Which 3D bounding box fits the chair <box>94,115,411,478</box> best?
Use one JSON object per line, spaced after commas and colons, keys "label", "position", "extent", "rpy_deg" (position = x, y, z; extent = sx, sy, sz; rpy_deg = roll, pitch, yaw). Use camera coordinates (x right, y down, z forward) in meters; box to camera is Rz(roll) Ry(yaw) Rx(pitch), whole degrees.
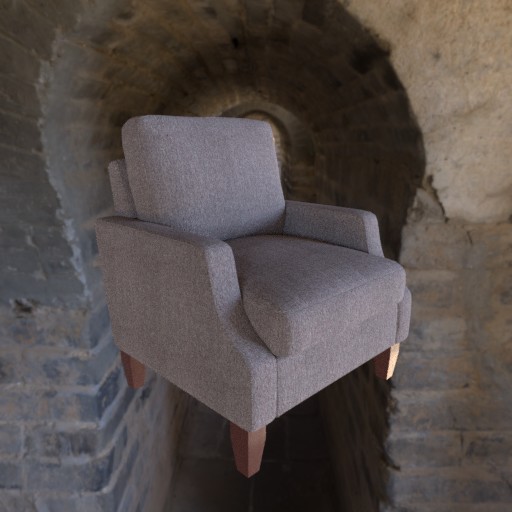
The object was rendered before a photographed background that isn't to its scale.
{"label": "chair", "position": [0.000, 0.000, 1.629], "extent": [0.855, 0.993, 0.897], "rpy_deg": [-14, 20, -42]}
